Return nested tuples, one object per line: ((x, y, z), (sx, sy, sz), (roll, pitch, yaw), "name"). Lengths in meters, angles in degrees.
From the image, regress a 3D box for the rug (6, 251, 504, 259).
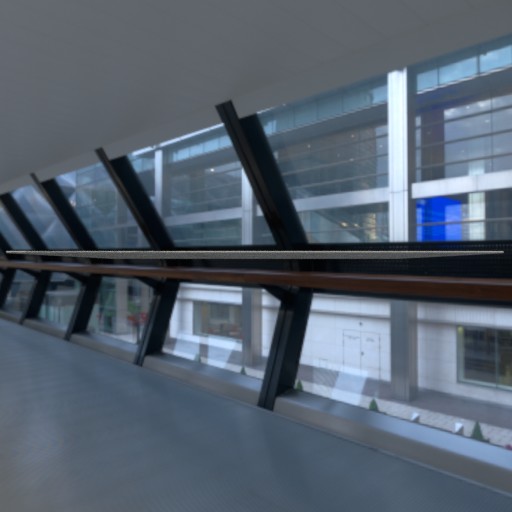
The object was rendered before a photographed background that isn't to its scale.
((0.000, 0.000, 2.778), (2.284, 0.008, 1.522), (0, -1, -1), "rug")
